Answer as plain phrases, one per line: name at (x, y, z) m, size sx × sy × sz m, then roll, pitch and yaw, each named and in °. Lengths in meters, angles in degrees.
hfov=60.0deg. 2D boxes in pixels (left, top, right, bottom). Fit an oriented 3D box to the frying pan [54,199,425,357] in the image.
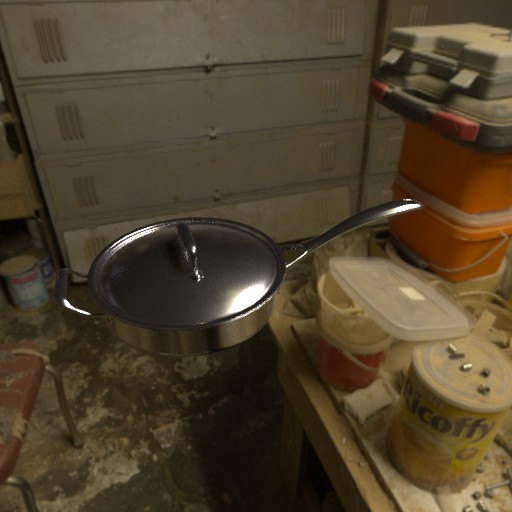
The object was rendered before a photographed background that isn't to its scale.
frying pan at (0.000, 0.000, 0.668) m, size 0.561 × 0.114 × 0.280 m, roll -10°, pitch 34°, yaw -15°
